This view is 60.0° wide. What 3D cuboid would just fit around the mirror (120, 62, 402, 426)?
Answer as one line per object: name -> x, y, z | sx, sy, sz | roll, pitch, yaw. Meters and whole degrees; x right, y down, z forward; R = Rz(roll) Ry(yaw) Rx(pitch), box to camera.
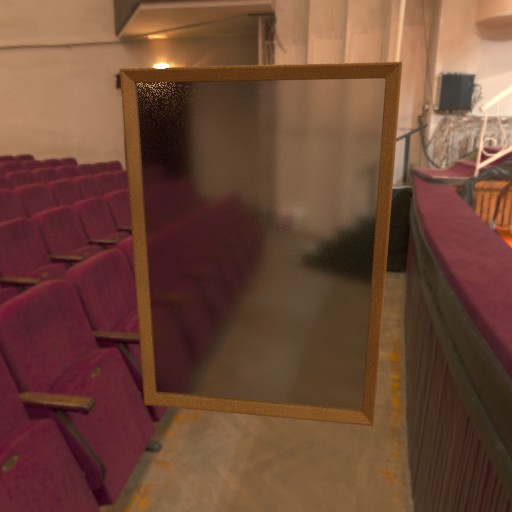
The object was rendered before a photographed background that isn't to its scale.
mirror -> 0.000, 0.000, 0.896 | 0.507, 0.710, 0.039 | 2, 15, 8
